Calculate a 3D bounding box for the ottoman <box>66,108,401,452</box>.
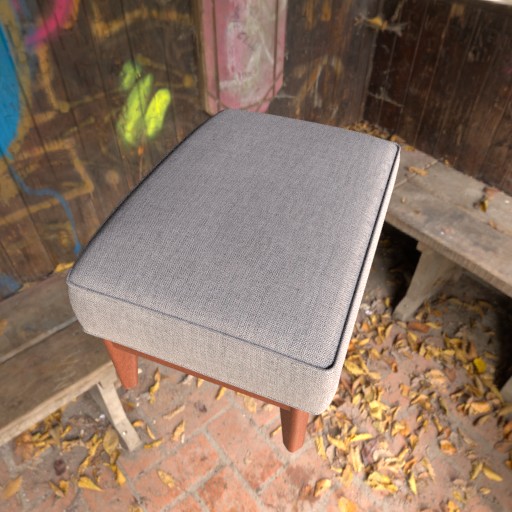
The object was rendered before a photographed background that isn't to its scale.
[{"bbox_3d":[0.000,0.000,1.108,0.555,0.458,0.750,15,47,15],"label":"ottoman"}]
